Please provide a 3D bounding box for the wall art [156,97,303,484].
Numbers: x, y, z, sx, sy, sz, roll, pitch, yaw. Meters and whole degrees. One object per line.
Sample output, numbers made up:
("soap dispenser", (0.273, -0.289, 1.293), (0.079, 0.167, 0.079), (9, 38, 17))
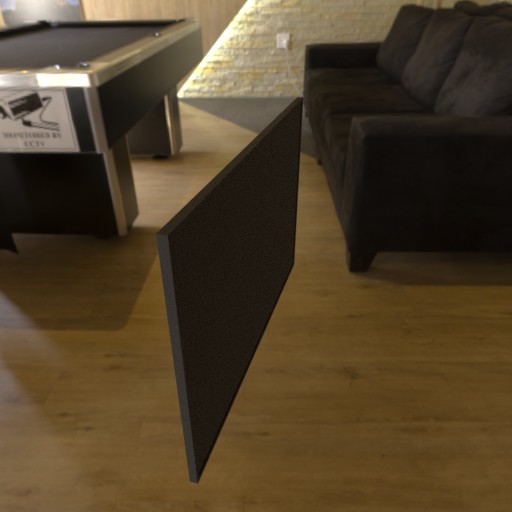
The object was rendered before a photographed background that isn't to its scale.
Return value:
("wall art", (0.000, 0.000, 1.523), (0.028, 0.805, 1.190), (9, 33, 15))
